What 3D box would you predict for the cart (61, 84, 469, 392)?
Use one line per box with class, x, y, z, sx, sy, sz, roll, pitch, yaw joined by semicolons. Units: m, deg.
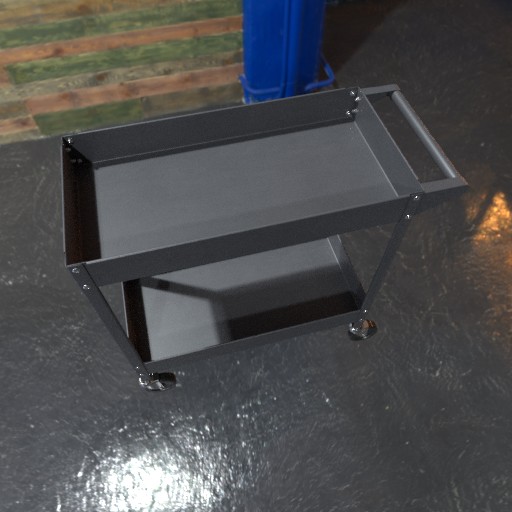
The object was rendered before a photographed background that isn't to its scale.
cart;0.000;0.000;1.190;0.779;0.719;0.366;-12;57;-8
